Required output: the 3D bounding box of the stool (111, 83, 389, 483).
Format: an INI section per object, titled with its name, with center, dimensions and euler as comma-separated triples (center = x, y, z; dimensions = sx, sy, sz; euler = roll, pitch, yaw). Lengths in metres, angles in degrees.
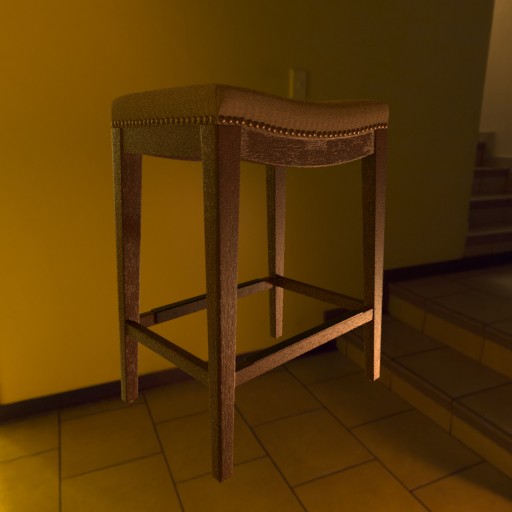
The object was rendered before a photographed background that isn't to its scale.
[stool]
center = 0.000, 0.000, 0.972
dimensions = 0.508, 0.660, 0.356
euler = -14, 20, -42
